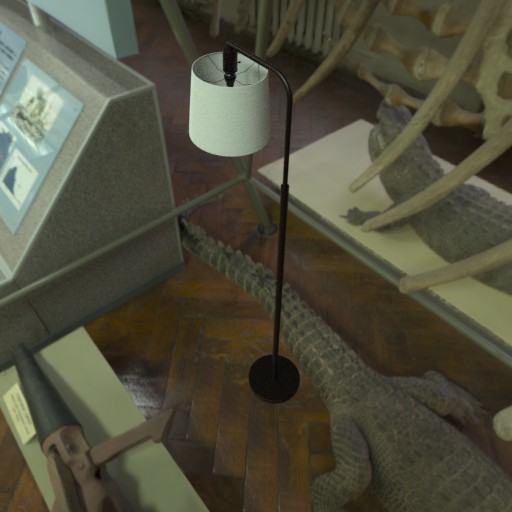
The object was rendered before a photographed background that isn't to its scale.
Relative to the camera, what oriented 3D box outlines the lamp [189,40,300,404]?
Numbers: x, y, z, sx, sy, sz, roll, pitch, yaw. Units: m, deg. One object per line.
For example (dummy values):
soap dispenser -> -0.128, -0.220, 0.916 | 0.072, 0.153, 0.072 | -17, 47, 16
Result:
lamp -> 0.000, 0.000, 1.659 | 0.254, 1.478, 0.508 | -32, 53, -27
